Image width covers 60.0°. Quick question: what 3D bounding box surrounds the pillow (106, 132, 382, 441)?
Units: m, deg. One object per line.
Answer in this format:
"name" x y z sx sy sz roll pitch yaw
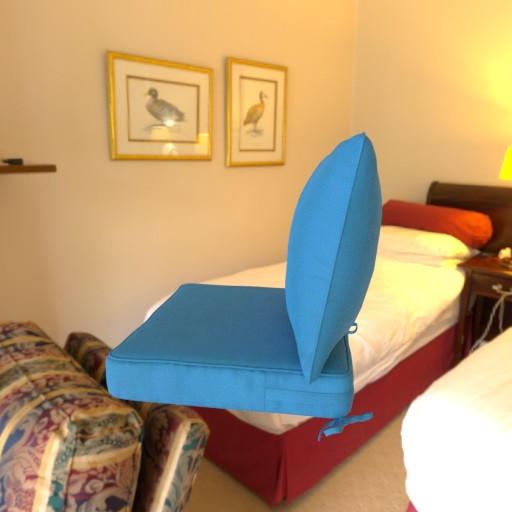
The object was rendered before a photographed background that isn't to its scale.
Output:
"pillow" 0.000 0.000 1.390 0.733 0.725 0.798 2 14 9
